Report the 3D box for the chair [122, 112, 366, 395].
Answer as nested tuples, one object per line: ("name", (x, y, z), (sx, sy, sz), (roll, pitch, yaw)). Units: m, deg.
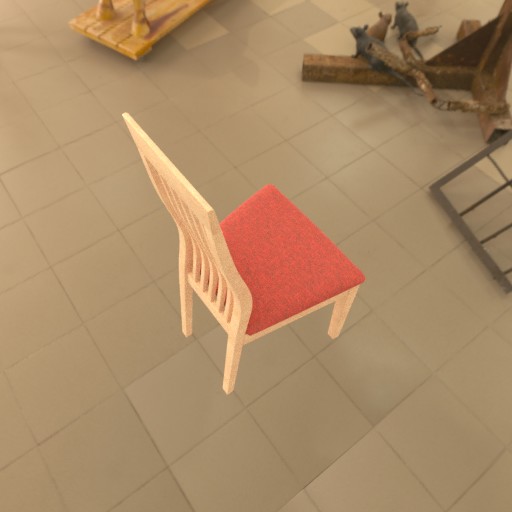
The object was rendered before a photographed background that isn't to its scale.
("chair", (0.000, 0.000, 1.267), (0.474, 1.027, 0.460), (-33, 64, -19))
